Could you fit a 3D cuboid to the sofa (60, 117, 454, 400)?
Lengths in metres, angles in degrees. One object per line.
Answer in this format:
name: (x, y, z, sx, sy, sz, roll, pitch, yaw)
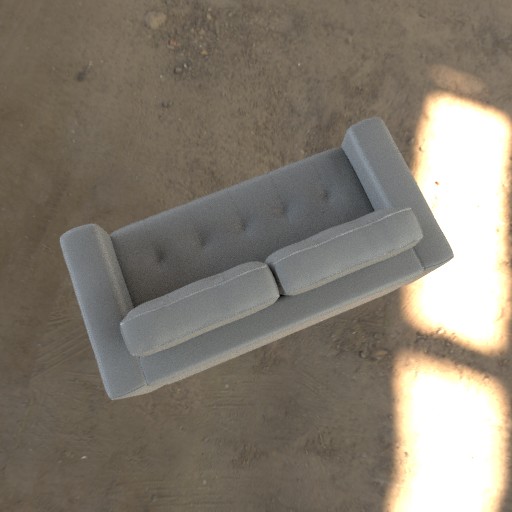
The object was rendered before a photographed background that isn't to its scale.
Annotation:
sofa: (0.000, 0.000, 2.258, 1.726, 0.892, 0.833, -22, 76, -5)
